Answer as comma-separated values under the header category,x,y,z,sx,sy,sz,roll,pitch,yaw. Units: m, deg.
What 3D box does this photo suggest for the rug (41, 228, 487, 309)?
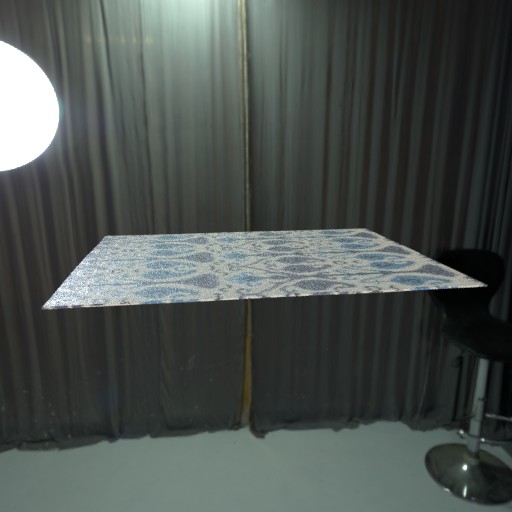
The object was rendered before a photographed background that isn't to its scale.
category,x,y,z,sx,sy,sz,roll,pitch,yaw
rug,0.000,0.000,3.002,2.261,0.013,1.676,-2,14,-8
